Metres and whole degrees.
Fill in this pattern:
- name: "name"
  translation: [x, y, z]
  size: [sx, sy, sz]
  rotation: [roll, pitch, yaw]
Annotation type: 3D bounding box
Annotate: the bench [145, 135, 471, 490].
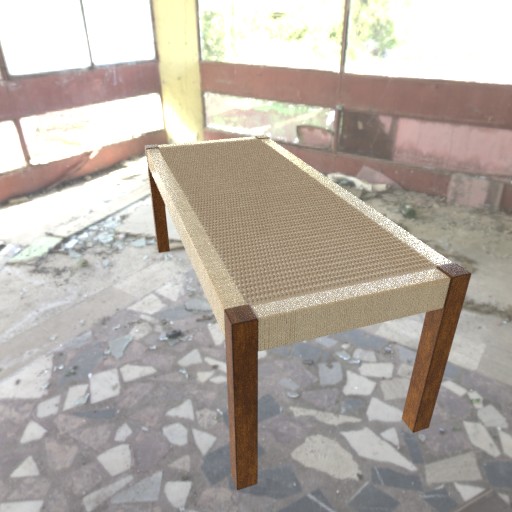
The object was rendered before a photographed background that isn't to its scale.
- name: "bench"
  translation: [0.000, 0.000, 1.428]
  size: [0.507, 0.457, 1.198]
  rotation: [-10, 31, -17]
